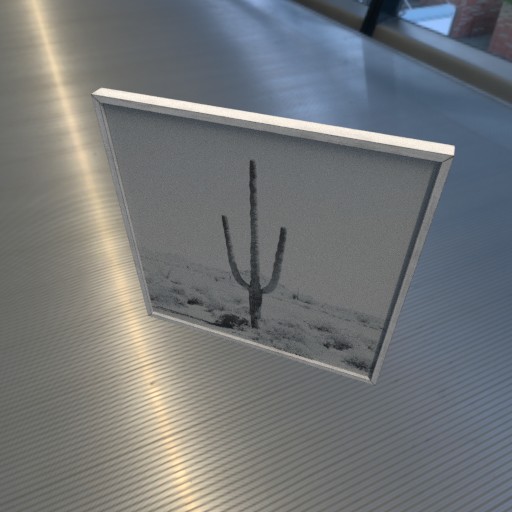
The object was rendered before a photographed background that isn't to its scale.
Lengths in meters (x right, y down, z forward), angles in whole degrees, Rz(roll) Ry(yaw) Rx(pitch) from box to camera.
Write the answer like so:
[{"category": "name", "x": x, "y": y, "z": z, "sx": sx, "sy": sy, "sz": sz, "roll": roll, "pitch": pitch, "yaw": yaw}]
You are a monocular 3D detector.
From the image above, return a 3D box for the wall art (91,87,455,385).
[{"category": "wall art", "x": 0.000, "y": 0.000, "z": 1.153, "sx": 0.762, "sy": 0.762, "sz": 0.038, "roll": 14, "pitch": 45, "yaw": 15}]
